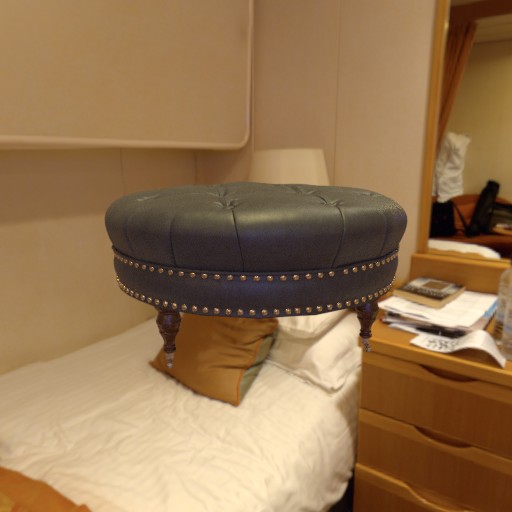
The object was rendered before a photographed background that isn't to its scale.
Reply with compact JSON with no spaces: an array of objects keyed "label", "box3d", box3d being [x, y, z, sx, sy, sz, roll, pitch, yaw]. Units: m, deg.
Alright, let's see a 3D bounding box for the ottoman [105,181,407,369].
[{"label":"ottoman","box3d":[0.000,0.000,1.400,0.901,0.439,0.901,0,13,0]}]
